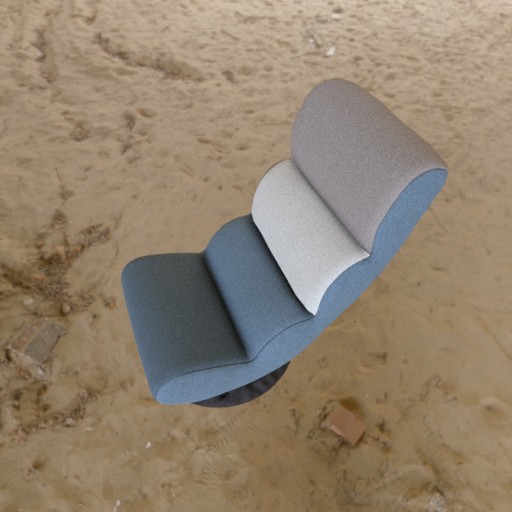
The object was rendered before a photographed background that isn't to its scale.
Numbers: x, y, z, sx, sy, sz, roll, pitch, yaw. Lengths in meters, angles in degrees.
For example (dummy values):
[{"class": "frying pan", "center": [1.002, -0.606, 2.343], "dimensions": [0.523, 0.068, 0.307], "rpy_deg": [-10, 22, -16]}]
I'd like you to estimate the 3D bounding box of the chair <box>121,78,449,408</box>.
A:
[{"class": "chair", "center": [0.000, 0.000, 1.080], "dimensions": [0.661, 0.641, 0.420], "rpy_deg": [-17, 50, -15]}]
